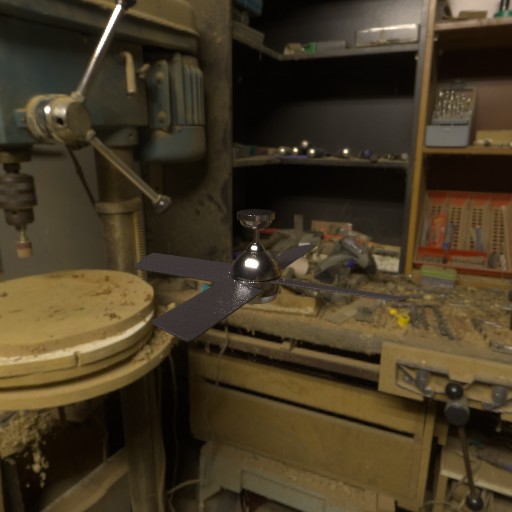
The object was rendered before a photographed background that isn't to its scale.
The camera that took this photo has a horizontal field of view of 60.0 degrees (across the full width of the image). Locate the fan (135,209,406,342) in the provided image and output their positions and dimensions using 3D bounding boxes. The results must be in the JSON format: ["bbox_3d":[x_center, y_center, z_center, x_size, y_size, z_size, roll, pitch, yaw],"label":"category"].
[{"bbox_3d":[0.000,0.000,2.026,1.332,0.403,1.332,7,17,25],"label":"fan"}]
